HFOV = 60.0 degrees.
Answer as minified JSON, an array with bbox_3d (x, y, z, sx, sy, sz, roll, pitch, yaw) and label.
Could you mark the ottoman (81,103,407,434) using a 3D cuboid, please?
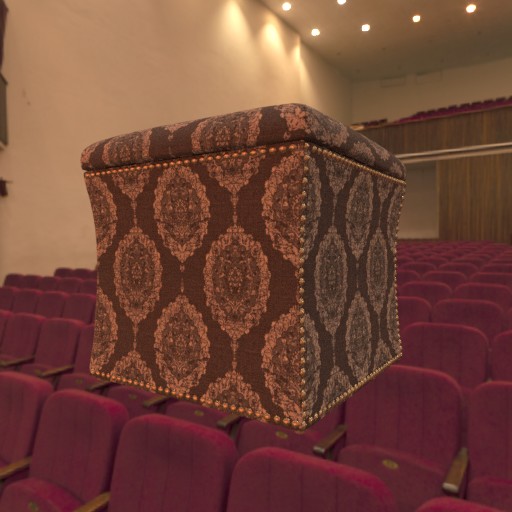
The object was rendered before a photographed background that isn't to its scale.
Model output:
[{"bbox_3d":[0.000,0.000,0.910,0.497,0.475,0.507,1,2,34],"label":"ottoman"}]
